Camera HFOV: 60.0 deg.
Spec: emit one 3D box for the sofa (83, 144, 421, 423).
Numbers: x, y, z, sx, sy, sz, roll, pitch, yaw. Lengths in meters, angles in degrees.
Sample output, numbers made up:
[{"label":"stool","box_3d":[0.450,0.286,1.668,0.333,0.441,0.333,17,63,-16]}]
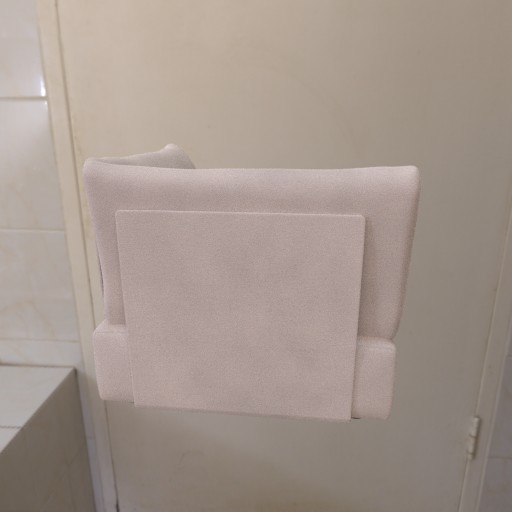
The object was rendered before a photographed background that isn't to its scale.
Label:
[{"label":"sofa","box_3d":[0.000,0.000,1.766,1.000,0.820,1.000,2,17,6]}]
